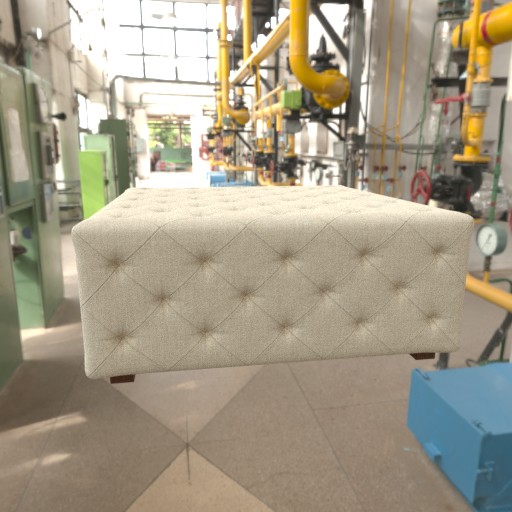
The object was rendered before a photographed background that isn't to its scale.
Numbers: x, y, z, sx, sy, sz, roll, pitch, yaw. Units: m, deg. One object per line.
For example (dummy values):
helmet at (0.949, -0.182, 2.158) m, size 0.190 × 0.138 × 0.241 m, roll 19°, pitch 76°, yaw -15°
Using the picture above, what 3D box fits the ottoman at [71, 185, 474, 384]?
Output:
ottoman at (0.000, 0.000, 1.623) m, size 1.028 × 0.439 × 1.028 m, roll -2°, pitch 14°, yaw -9°
